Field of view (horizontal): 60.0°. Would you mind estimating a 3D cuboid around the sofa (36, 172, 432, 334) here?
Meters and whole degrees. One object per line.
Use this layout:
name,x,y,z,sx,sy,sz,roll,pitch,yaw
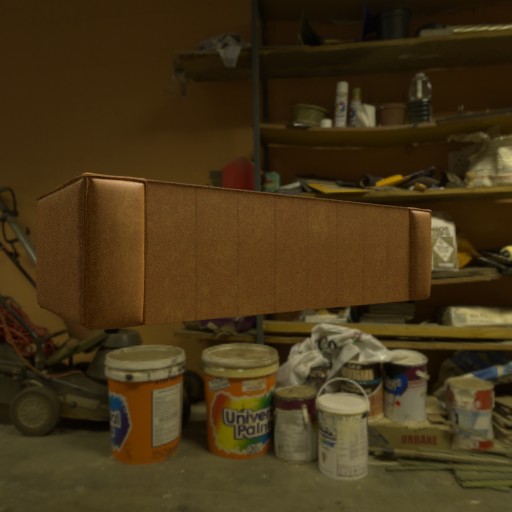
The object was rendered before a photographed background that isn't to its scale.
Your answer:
sofa,0.000,0.000,3.001,2.581,0.701,1.102,0,0,-36
